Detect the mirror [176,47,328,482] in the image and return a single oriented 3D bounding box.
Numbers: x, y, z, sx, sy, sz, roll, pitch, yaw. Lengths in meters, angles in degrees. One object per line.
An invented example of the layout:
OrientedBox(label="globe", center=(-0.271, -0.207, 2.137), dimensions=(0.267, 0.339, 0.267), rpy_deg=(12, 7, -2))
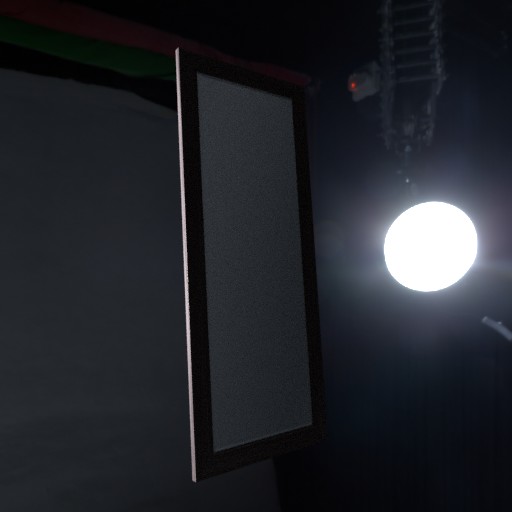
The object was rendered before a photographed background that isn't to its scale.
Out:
OrientedBox(label="mirror", center=(0.000, 0.000, 2.305), dimensions=(0.812, 2.020, 0.221), rpy_deg=(1, -1, -36))
